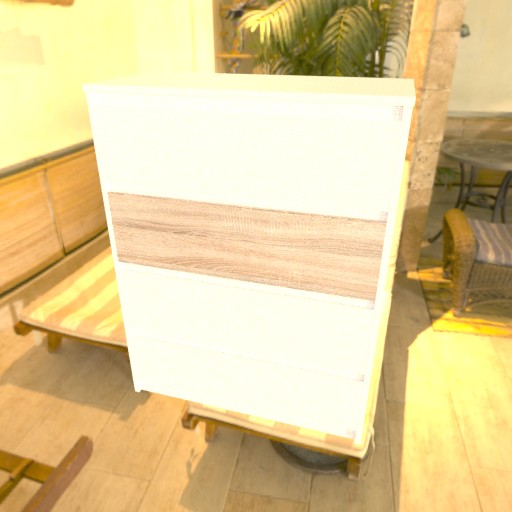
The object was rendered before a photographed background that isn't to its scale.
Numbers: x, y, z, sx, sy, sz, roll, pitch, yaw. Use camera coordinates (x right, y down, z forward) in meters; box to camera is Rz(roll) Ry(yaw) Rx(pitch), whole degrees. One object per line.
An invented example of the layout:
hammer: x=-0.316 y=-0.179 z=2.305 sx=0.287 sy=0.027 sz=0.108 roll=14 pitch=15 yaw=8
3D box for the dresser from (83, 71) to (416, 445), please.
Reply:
dresser: x=0.000 y=0.000 z=1.412 sx=0.800 sy=1.040 sz=0.380 roll=8 pitch=28 yaw=15
